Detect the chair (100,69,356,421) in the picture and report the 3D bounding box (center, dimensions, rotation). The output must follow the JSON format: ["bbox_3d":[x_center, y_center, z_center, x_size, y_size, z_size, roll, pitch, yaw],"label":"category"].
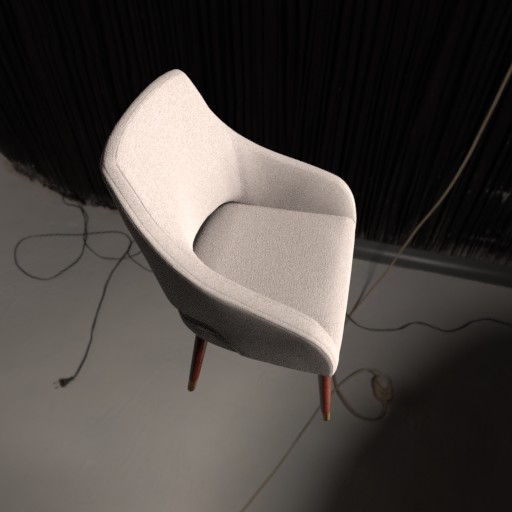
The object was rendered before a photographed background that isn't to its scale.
[{"bbox_3d":[0.000,0.000,1.294,0.600,0.889,0.609,10,49,9],"label":"chair"}]
